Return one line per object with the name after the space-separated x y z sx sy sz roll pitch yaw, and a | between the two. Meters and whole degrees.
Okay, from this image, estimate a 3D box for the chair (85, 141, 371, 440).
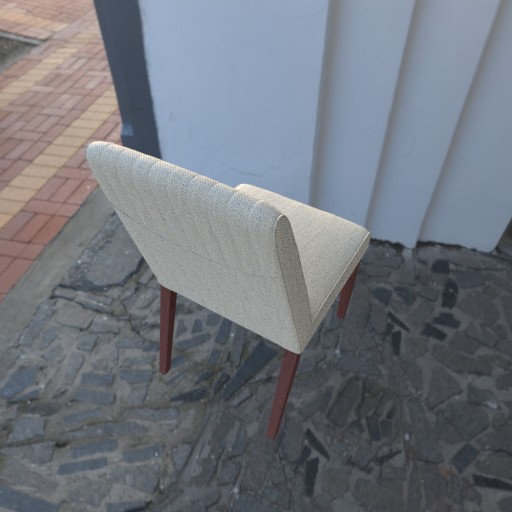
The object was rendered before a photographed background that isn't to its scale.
0.000 0.000 1.240 0.480 0.900 0.594 24 50 21 | chair
